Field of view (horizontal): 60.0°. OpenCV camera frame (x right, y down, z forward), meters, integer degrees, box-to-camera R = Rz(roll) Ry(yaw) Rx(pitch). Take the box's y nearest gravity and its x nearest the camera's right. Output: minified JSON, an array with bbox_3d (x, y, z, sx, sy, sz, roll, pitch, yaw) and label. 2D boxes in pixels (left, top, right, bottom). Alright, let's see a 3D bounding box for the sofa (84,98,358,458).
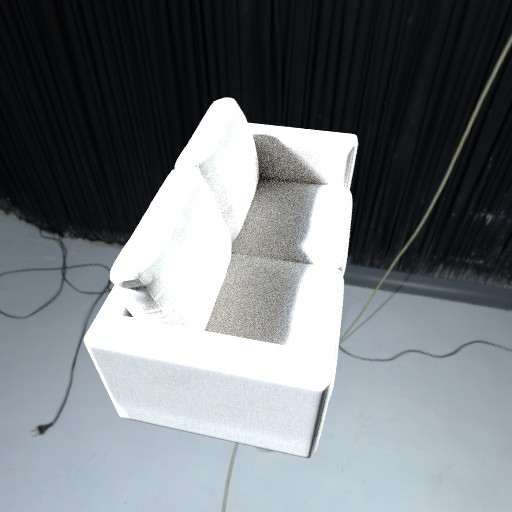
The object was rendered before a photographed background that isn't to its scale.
[{"bbox_3d":[0.000,0.000,1.959,0.796,0.908,1.430,9,46,9],"label":"sofa"}]
